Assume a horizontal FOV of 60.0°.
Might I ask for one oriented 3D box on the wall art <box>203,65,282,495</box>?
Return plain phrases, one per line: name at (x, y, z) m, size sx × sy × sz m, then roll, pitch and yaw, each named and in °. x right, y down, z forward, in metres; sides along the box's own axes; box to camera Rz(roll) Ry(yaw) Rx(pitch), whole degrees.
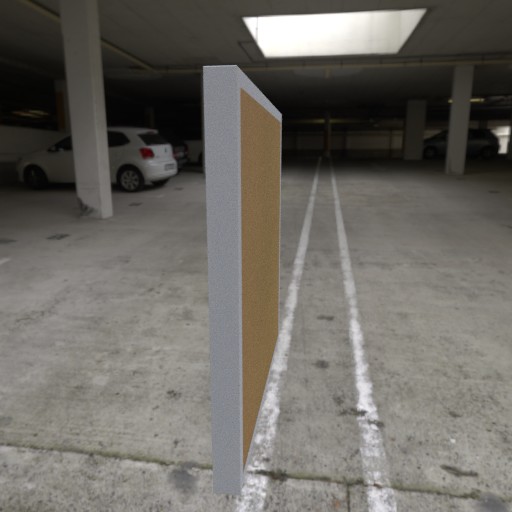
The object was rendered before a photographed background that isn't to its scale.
wall art at (0.000, 0.000, 0.752) m, size 0.035 × 0.507 × 0.508 m, roll 2°, pitch 12°, yaw 8°
